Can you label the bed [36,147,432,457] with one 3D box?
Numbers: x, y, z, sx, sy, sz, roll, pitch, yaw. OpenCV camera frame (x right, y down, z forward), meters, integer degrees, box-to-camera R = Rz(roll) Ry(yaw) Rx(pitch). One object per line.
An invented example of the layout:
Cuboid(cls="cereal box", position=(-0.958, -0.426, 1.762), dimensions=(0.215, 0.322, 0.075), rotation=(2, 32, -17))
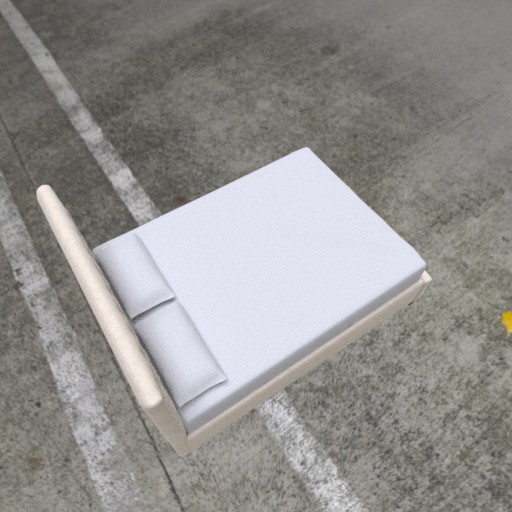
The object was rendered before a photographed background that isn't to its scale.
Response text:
Cuboid(cls="bed", position=(0.000, 0.000, 3.434), dimensions=(2.387, 1.427, 1.698), rotation=(-29, 61, -17))
